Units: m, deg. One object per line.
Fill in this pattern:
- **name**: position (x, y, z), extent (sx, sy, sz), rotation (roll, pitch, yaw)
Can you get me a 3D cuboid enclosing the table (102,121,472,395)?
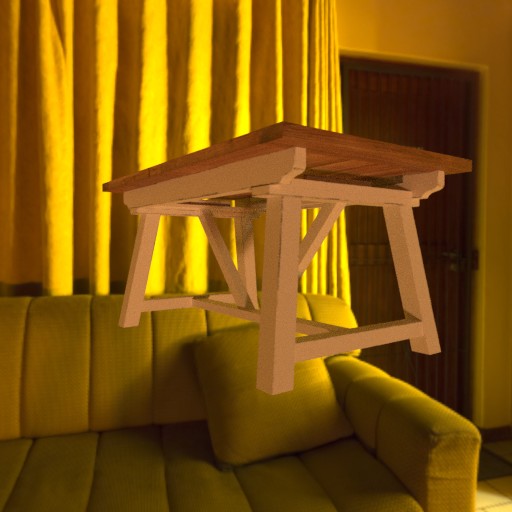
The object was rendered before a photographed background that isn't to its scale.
- **table**: position (0.000, 0.000, 2.020), extent (0.922, 0.743, 1.503), rotation (-1, 2, -36)
